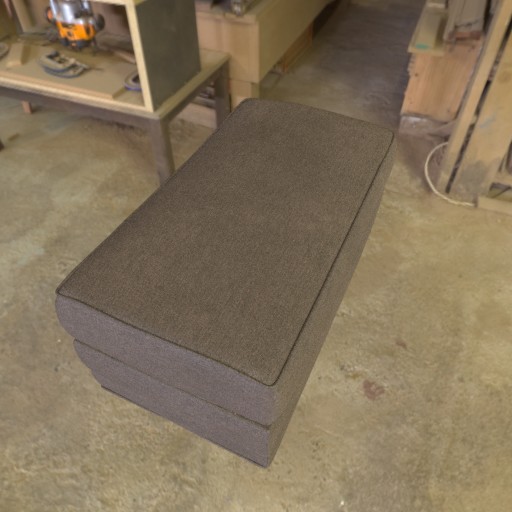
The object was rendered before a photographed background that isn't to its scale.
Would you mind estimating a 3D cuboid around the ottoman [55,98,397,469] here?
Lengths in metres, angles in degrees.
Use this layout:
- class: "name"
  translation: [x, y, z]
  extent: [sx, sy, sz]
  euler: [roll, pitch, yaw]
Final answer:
- class: "ottoman"
  translation: [0.000, 0.000, 1.149]
  extent: [0.490, 0.448, 0.864]
  euler: [19, 50, 17]
